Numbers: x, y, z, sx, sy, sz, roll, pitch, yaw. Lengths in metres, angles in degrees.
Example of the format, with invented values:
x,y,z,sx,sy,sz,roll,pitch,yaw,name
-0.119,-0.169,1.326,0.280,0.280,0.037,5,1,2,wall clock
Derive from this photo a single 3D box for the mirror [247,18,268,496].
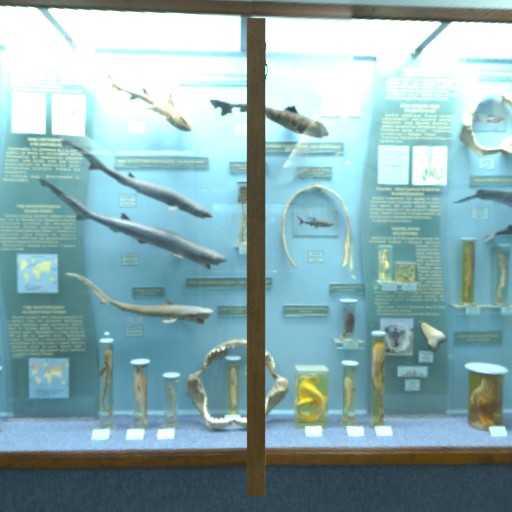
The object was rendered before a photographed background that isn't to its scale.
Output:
x,y,z,sx,sy,sz,roll,pitch,yaw,name
0.000,0.000,1.152,0.040,0.915,0.609,0,2,0,mirror
